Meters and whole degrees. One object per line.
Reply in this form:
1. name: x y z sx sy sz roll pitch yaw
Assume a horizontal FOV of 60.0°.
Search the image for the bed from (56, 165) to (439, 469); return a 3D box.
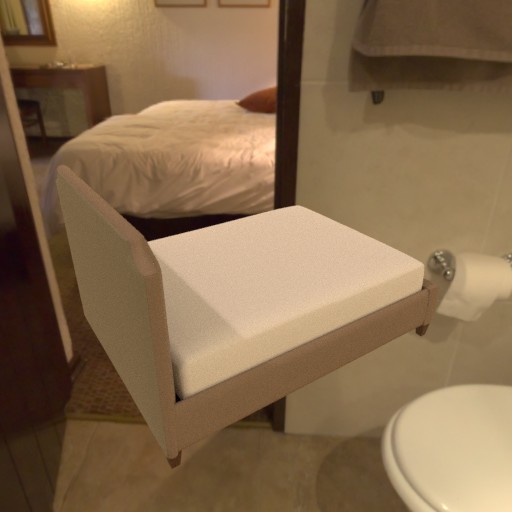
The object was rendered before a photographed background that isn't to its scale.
1. bed: 0.000 0.000 3.389 2.372 1.443 1.713 -17 32 -30
